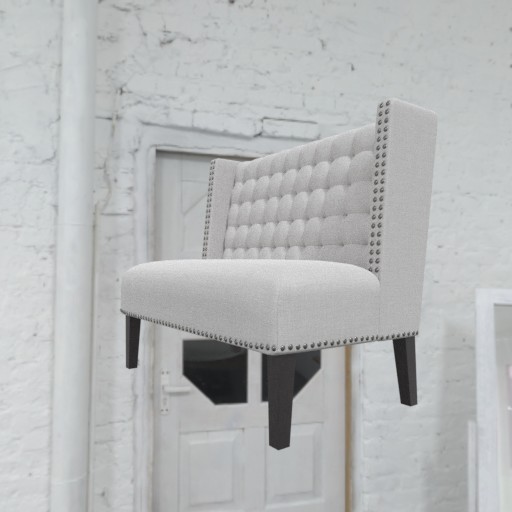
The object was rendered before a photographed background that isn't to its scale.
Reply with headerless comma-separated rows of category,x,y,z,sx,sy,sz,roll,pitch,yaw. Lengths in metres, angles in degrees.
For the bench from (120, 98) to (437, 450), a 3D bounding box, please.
bench,0.000,0.000,1.979,0.847,1.123,1.280,0,-1,-37
